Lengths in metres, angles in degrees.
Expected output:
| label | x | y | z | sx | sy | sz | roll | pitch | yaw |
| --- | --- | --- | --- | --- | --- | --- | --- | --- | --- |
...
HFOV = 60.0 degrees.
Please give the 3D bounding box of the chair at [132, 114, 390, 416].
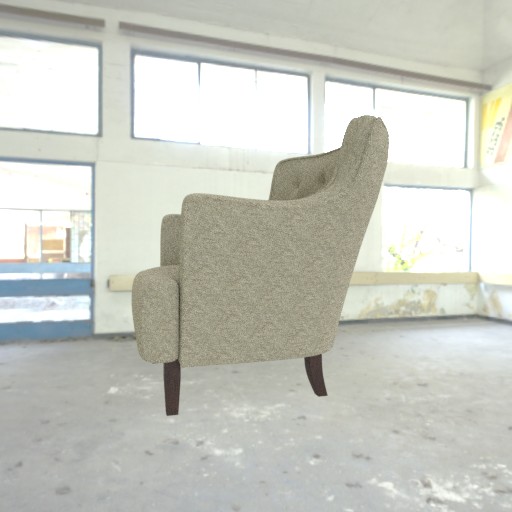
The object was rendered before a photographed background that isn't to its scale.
| label | x | y | z | sx | sy | sz | roll | pitch | yaw |
| --- | --- | --- | --- | --- | --- | --- | --- | --- | --- |
| chair | 0.000 | 0.000 | 1.733 | 0.910 | 0.920 | 0.820 | 0 | 0 | -17 |
